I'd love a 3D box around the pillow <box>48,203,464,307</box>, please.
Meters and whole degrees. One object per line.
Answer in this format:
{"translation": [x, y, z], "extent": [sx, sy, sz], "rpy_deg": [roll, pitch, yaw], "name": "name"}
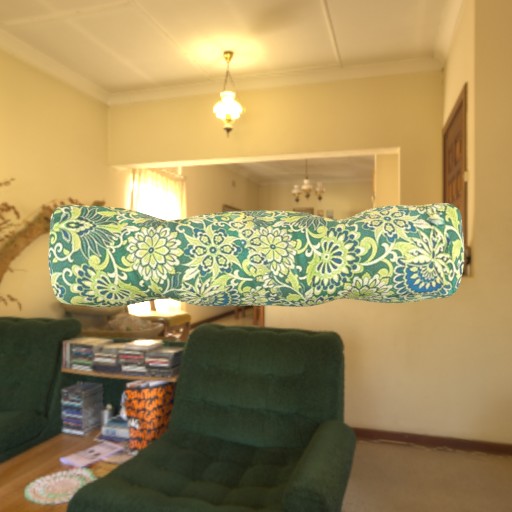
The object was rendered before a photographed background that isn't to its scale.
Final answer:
{"translation": [0.000, 0.000, 0.729], "extent": [0.490, 0.128, 0.468], "rpy_deg": [0, 0, 0], "name": "pillow"}
